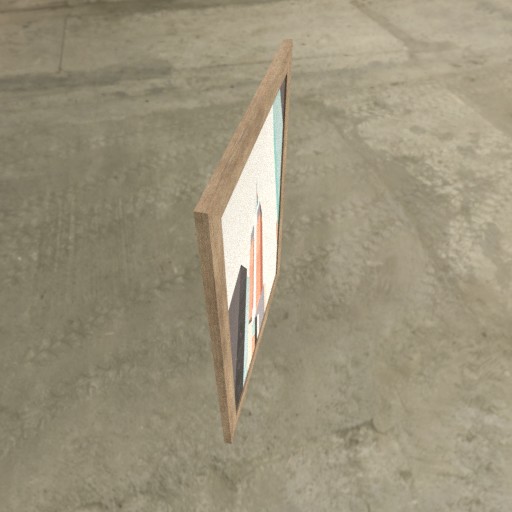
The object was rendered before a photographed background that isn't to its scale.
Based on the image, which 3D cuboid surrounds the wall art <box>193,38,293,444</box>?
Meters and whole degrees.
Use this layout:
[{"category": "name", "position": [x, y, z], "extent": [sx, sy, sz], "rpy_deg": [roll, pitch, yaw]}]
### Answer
[{"category": "wall art", "position": [0.000, 0.000, 0.935], "extent": [0.018, 0.686, 0.534], "rpy_deg": [10, 47, 10]}]
